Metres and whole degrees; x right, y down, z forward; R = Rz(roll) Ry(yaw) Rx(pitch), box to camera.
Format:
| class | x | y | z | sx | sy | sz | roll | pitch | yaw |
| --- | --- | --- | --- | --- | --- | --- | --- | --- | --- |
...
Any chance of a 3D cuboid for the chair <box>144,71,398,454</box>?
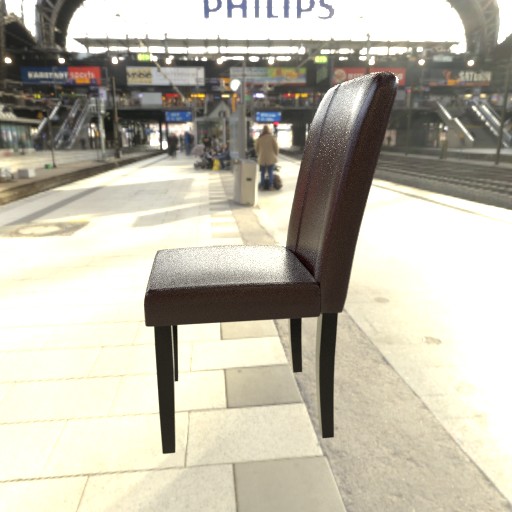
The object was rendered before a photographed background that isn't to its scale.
| class | x | y | z | sx | sy | sz | roll | pitch | yaw |
| --- | --- | --- | --- | --- | --- | --- | --- | --- | --- |
| chair | 0.000 | 0.000 | 1.186 | 0.556 | 0.897 | 0.399 | -2 | 15 | -8 |
